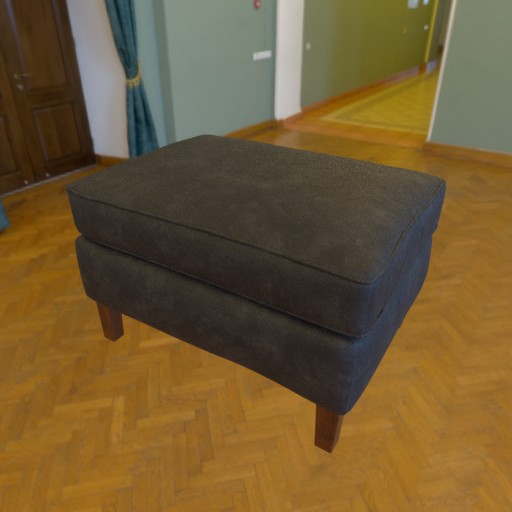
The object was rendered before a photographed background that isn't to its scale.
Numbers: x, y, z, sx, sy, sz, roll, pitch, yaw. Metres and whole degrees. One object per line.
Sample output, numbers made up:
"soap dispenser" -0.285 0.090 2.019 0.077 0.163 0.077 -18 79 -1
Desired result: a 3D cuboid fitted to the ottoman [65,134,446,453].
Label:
"ottoman" 0.000 0.000 0.982 0.665 0.413 0.501 18 35 28
